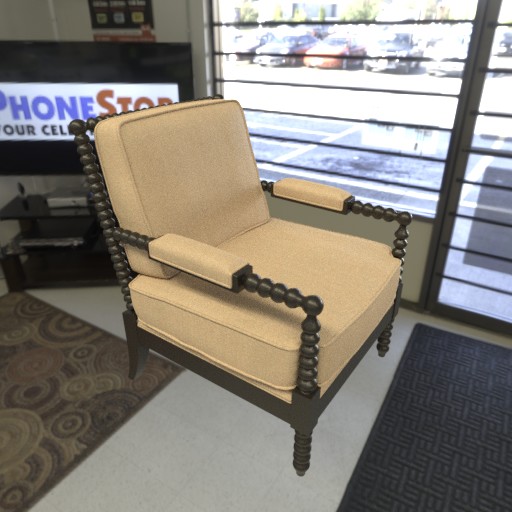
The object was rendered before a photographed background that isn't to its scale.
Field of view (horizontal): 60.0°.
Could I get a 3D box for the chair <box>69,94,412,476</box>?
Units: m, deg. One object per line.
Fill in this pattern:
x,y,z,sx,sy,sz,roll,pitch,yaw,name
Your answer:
0.000,0.000,1.147,0.657,0.703,0.555,18,33,31,chair
